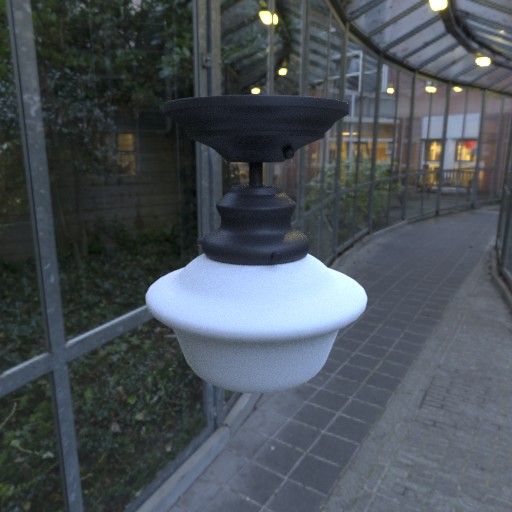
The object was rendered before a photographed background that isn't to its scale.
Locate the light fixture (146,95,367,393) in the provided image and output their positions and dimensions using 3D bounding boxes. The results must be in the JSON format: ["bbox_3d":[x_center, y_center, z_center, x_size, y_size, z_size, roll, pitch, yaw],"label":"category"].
[{"bbox_3d":[0.000,0.000,0.395,0.197,0.254,0.197,0,13,0],"label":"light fixture"}]
